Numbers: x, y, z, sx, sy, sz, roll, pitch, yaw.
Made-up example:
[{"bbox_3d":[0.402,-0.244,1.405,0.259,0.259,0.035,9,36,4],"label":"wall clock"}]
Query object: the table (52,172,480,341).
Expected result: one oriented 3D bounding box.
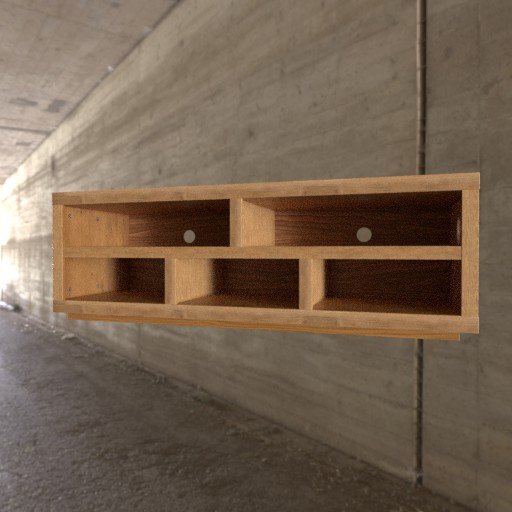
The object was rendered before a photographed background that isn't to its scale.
[{"bbox_3d":[0.000,0.000,1.734,1.499,0.491,0.499,0,1,17],"label":"table"}]
